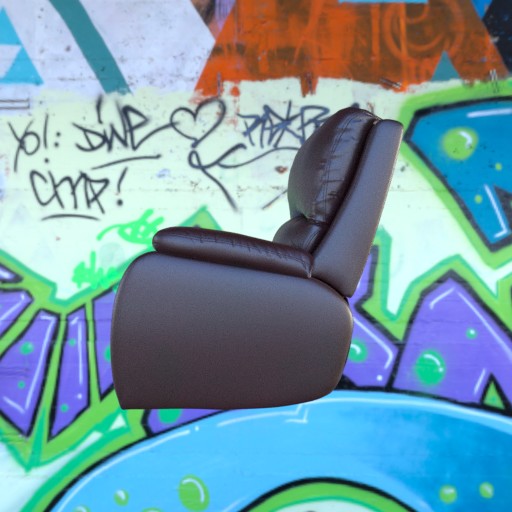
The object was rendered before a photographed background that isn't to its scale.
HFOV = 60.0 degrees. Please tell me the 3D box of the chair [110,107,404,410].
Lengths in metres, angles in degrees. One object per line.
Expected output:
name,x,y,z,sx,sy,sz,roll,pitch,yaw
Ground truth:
chair,0.000,0.000,1.755,0.899,1.011,0.930,0,-1,0
